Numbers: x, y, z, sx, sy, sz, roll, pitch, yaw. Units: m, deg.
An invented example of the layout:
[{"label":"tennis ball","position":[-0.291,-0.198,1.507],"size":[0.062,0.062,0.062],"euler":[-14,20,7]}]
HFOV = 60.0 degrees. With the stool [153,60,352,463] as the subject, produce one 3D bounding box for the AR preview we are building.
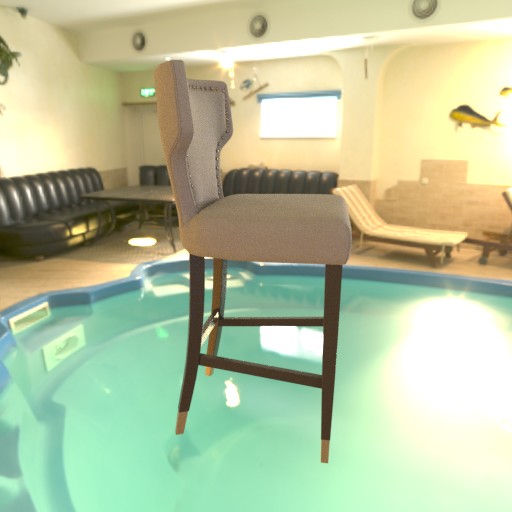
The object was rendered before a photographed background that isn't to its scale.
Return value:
[{"label":"stool","position":[0.000,0.000,1.405],"size":[0.563,1.092,0.526],"euler":[3,16,9]}]
